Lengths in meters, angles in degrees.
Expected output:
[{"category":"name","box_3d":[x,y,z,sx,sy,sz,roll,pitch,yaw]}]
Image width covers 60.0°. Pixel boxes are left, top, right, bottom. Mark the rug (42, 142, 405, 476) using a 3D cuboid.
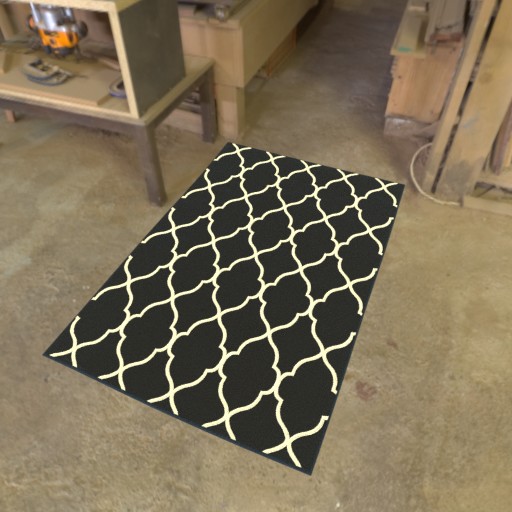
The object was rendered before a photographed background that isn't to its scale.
[{"category":"rug","box_3d":[0.000,0.000,2.888,1.528,0.014,2.294,17,49,16]}]
